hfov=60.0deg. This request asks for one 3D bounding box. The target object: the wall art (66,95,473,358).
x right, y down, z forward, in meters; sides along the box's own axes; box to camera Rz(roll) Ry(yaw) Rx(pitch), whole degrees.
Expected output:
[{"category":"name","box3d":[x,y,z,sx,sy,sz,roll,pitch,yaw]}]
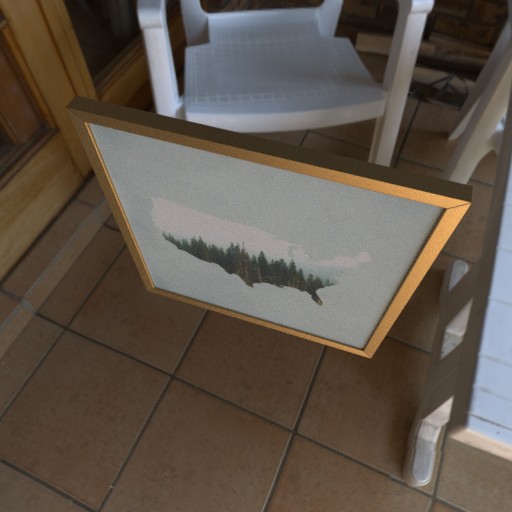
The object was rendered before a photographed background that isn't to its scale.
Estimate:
[{"category":"wall art","box3d":[0.000,0.000,1.127,0.762,0.762,0.038,15,59,9]}]
